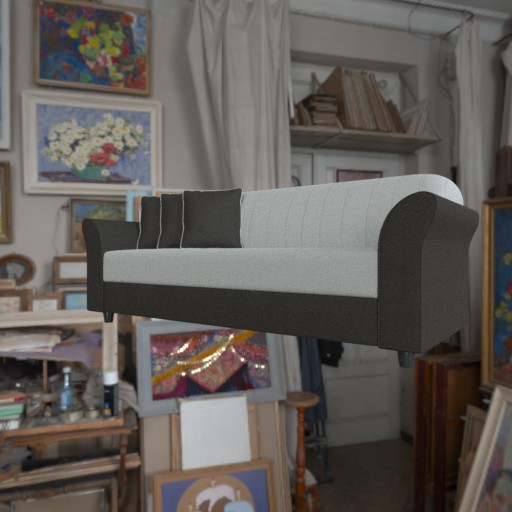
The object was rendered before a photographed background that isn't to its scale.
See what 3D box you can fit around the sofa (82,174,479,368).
[{"bbox_3d":[0.000,0.000,2.329,2.001,0.787,0.755,0,0,36],"label":"sofa"}]
